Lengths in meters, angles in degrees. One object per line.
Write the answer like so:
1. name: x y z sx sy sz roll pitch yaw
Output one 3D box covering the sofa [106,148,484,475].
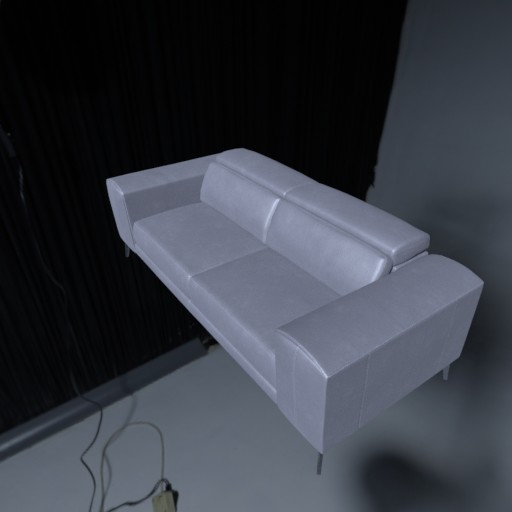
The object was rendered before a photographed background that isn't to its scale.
1. sofa: 0.000 0.000 2.767 1.048 0.814 2.330 -21 37 -30
